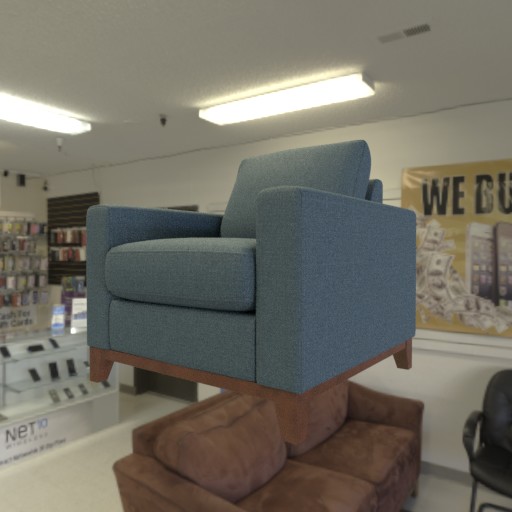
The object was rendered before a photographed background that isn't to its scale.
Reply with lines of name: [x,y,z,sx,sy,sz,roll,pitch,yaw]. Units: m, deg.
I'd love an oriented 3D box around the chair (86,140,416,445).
chair: [0.000,0.000,1.872,1.024,1.010,1.038,1,1,37]
